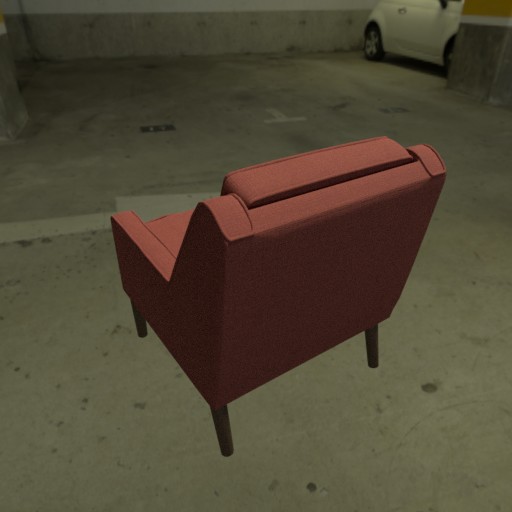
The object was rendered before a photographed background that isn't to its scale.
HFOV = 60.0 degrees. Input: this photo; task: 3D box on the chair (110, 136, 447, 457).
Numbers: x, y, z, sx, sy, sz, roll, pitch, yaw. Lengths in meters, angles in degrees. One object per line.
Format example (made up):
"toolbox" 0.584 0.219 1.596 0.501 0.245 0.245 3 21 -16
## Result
"chair" 0.000 0.000 1.399 0.680 0.812 0.770 -19 36 -29
